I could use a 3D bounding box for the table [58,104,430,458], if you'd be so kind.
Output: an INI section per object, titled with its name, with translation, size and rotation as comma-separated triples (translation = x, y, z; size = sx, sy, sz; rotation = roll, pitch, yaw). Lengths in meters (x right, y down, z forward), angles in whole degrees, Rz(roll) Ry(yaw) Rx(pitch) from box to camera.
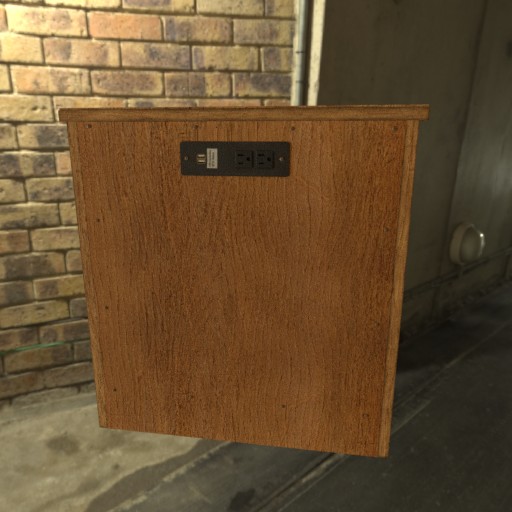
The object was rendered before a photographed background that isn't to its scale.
[table]
translation = 0.000, 0.000, 1.018
size = 0.601, 0.625, 0.494
rotation = 2, 16, 9
